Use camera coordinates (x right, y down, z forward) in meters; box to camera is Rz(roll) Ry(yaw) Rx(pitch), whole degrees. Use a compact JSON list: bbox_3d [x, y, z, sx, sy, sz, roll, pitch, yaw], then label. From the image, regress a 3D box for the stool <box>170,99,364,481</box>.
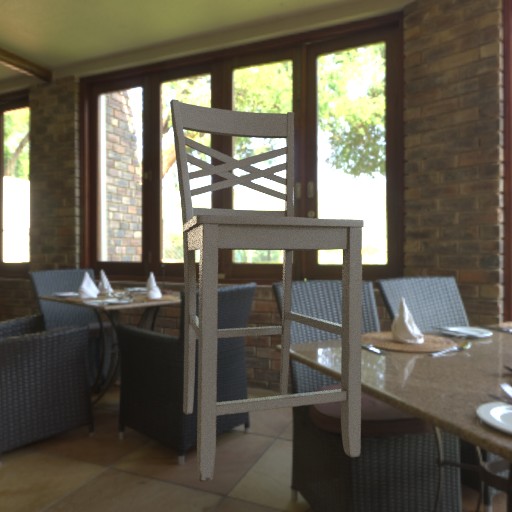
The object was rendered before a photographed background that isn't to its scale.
[{"bbox_3d":[0.000,0.000,1.371,0.462,1.079,0.539,0,0,-18],"label":"stool"}]
